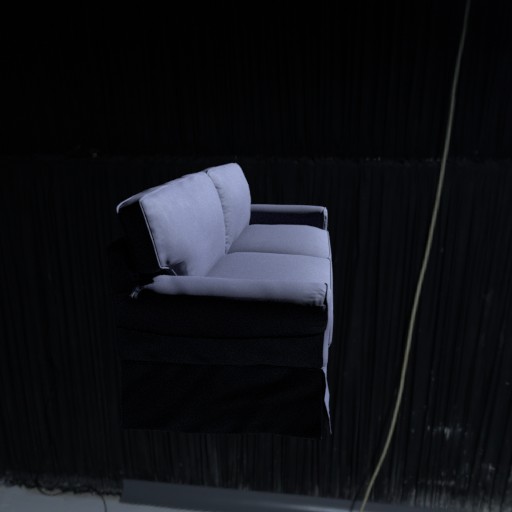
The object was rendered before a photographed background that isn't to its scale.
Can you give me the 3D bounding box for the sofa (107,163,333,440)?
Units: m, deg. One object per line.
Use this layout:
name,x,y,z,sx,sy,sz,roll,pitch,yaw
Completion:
sofa,0.000,0.000,2.890,0.983,1.094,2.256,2,16,8
